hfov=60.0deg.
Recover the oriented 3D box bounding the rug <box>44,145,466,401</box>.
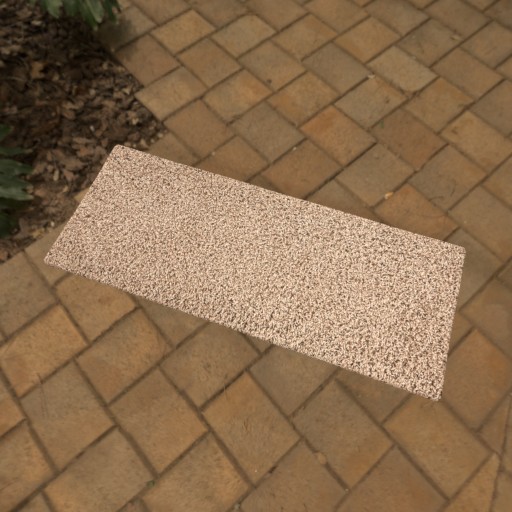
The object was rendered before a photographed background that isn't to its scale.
[{"bbox_3d":[0.000,0.000,1.720,1.524,0.030,0.609,18,65,8],"label":"rug"}]
